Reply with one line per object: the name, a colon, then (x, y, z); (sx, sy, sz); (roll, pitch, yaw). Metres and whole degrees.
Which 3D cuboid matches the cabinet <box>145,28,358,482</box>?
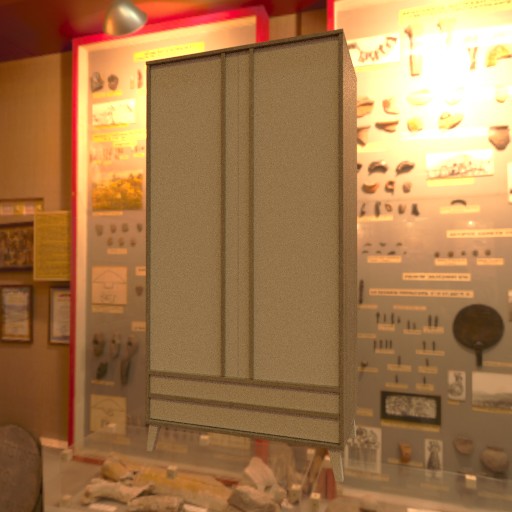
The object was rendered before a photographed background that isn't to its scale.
cabinet: (0.000, 0.000, 2.378); (1.006, 1.999, 0.571); (0, -1, 19)
